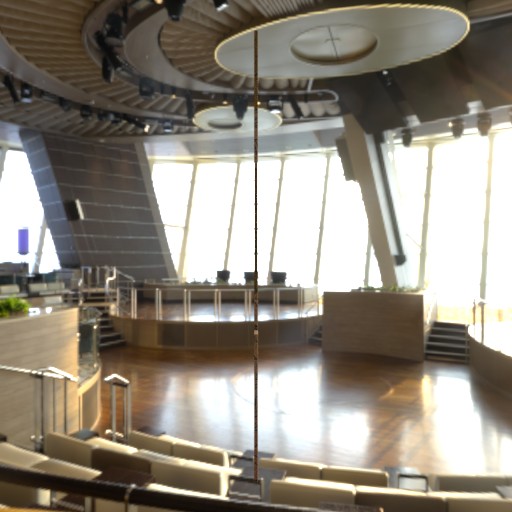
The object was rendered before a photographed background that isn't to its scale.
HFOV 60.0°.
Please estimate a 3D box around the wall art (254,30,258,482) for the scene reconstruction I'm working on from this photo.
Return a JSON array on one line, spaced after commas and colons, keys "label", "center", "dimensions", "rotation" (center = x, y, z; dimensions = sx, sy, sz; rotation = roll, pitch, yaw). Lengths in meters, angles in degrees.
[{"label": "wall art", "center": [0.000, 0.000, 2.263], "dimensions": [0.013, 1.534, 1.519], "rotation": [0, 0, 0]}]
